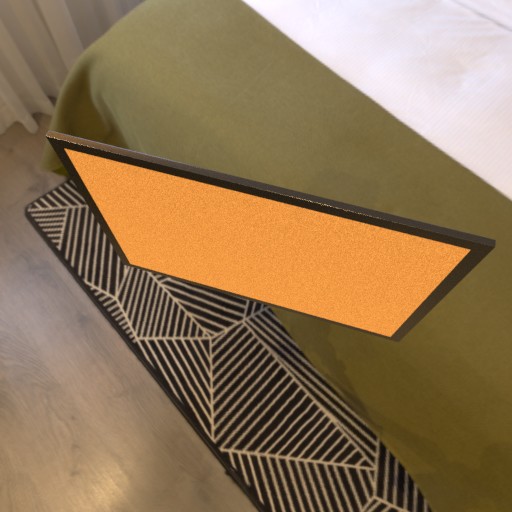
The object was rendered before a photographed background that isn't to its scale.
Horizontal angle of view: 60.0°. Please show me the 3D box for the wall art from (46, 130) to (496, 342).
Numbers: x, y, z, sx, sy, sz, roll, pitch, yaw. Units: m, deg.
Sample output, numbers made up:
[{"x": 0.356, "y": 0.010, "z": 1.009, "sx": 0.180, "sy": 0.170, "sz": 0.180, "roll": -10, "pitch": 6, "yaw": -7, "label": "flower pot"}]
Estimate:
[{"x": 0.000, "y": 0.000, "z": 1.024, "sx": 0.819, "sy": 0.552, "sz": 0.015, "roll": 15, "pitch": 64, "yaw": 8, "label": "wall art"}]
